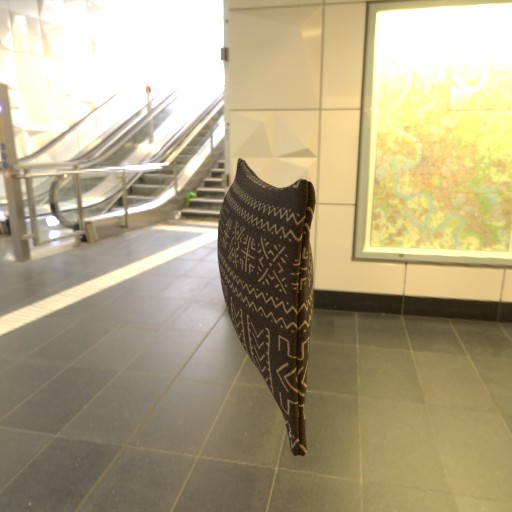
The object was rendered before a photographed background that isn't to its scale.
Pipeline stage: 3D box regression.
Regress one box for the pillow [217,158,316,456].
[{"bbox_3d":[0.000,0.000,0.791,0.135,0.322,0.667,-2,15,-8],"label":"pillow"}]
